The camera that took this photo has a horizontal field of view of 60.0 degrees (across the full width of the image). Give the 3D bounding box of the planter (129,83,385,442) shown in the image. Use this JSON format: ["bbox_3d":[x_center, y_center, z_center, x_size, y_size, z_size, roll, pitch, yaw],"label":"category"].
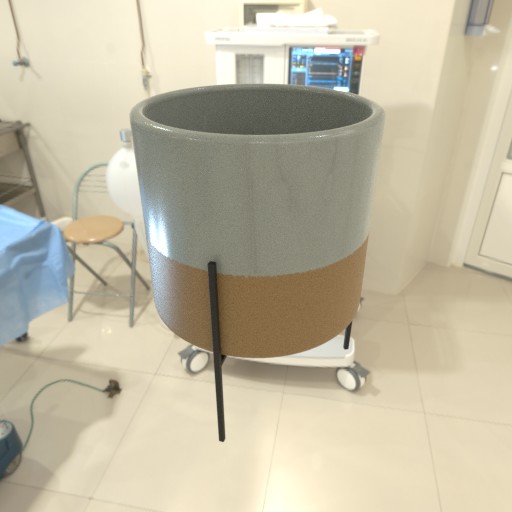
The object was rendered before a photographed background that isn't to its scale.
[{"bbox_3d":[0.000,0.000,0.727,0.348,0.480,0.360,9,32,15],"label":"planter"}]
